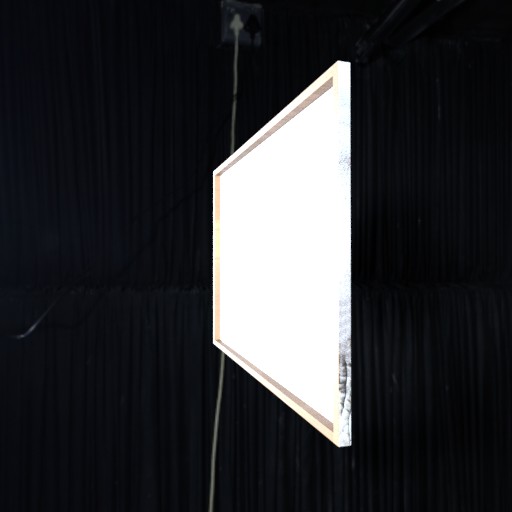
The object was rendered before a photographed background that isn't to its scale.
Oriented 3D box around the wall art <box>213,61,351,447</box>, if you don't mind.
[{"bbox_3d":[0.000,0.000,1.134,0.023,0.607,0.914,0,-1,-18],"label":"wall art"}]
